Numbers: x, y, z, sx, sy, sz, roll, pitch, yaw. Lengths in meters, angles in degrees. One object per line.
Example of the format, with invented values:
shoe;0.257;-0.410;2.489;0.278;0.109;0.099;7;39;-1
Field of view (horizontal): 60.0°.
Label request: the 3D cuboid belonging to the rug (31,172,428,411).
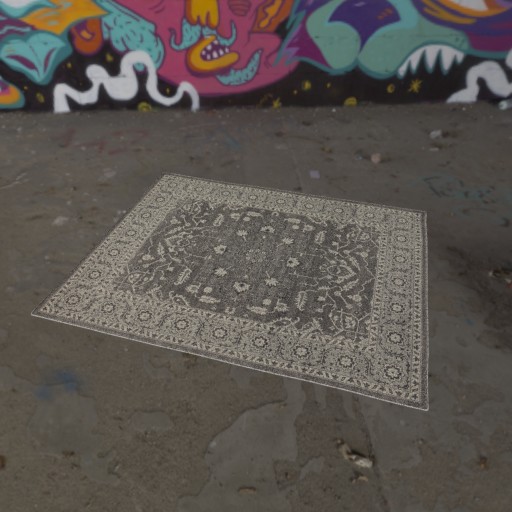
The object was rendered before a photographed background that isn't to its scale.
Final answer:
rug;0.000;0.000;4.133;3.069;0.026;2.451;10;40;13
